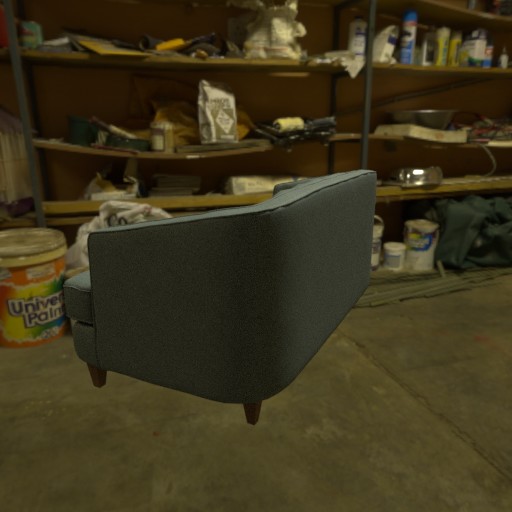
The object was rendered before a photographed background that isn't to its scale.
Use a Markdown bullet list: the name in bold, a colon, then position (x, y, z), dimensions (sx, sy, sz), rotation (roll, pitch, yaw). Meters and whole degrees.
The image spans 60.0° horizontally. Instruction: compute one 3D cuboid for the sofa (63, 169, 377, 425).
- **sofa**: position (0.000, 0.000, 2.321), dimensions (0.941, 0.855, 1.733), rotation (8, 18, 26)
